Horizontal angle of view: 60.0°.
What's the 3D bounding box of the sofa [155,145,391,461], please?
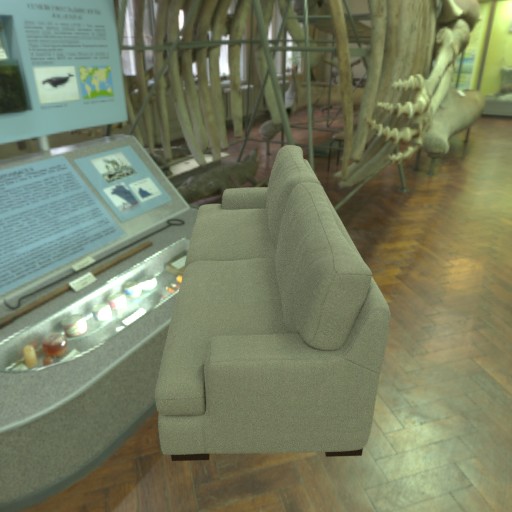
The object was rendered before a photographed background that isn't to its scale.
[{"bbox_3d":[0.000,0.000,2.847,0.962,0.980,2.354,-1,26,-2],"label":"sofa"}]
